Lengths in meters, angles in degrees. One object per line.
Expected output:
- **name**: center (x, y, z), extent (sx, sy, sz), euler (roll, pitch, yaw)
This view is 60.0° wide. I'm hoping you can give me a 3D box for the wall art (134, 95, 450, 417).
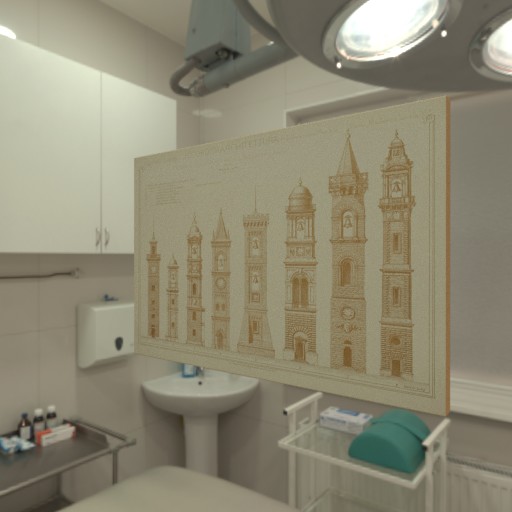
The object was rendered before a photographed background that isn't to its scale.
- **wall art**: center (0.000, 0.000, 1.121), extent (0.915, 0.608, 0.033), euler (0, 0, 36)
